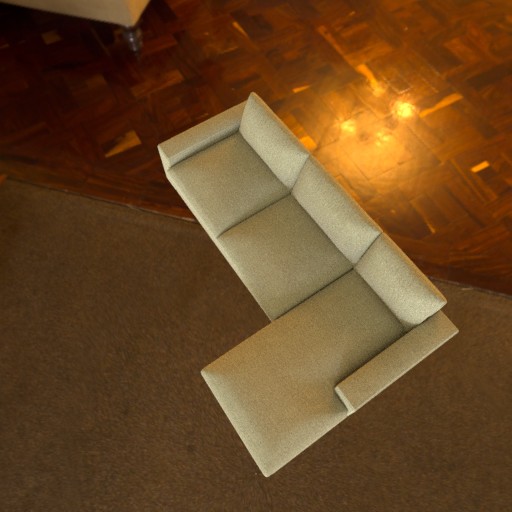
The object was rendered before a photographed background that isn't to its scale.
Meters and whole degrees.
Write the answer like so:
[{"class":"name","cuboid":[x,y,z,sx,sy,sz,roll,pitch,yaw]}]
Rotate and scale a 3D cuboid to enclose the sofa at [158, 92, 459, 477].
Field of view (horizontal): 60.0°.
[{"class":"sofa","cuboid":[0.000,0.000,3.551,1.689,0.813,2.718,-31,68,-14]}]
